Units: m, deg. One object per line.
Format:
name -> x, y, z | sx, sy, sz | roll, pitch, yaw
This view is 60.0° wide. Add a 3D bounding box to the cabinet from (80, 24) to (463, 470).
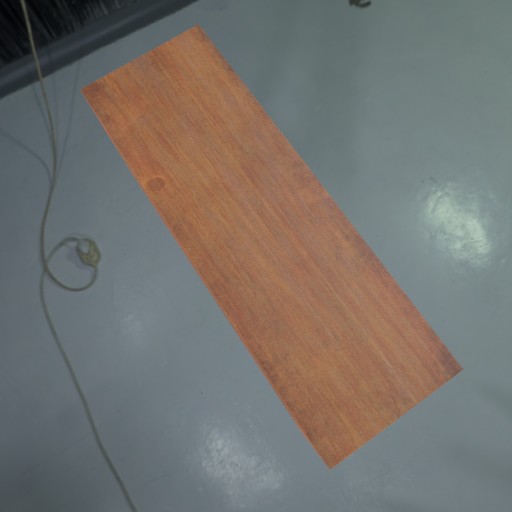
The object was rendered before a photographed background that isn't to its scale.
cabinet -> 0.000, 0.000, 1.558 | 0.403, 0.805, 1.204 | -33, 78, -8
